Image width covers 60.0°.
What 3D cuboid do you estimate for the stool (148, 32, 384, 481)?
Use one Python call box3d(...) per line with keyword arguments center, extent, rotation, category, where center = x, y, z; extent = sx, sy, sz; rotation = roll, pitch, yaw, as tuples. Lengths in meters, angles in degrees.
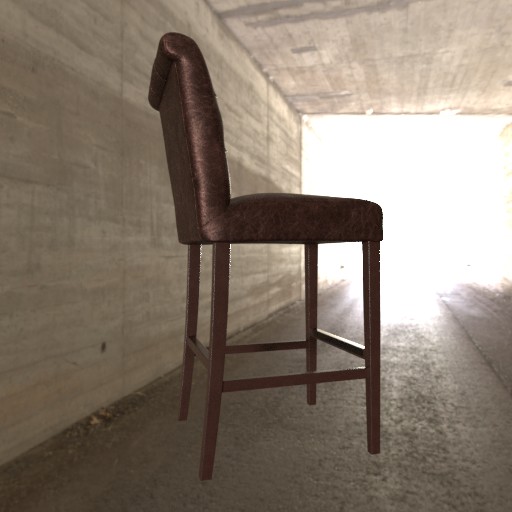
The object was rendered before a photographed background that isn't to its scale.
box3d(center=(0.000, 0.000, 1.434), extent=(0.659, 1.168, 0.483), rotation=(0, 1, -18), category="stool")
